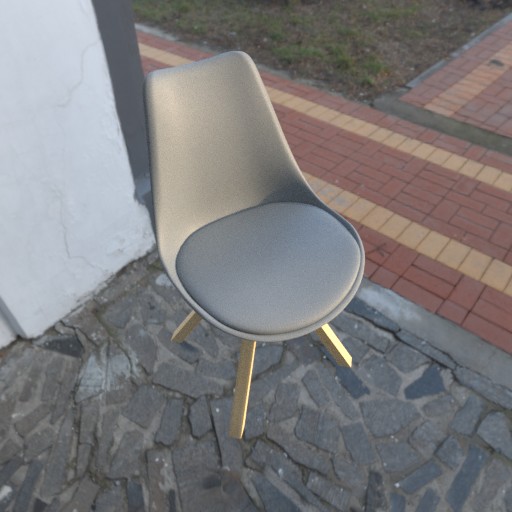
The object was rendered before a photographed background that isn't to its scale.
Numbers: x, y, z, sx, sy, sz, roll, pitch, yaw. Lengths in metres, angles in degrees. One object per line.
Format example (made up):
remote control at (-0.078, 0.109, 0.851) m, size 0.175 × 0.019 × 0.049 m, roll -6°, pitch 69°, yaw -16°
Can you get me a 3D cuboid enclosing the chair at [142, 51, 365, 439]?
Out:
chair at (0.000, 0.000, 1.173) m, size 0.485 × 0.850 × 0.549 m, roll -25°, pitch 51°, yaw -22°
